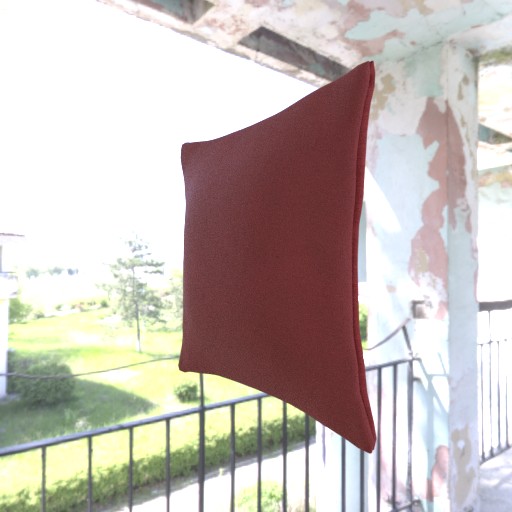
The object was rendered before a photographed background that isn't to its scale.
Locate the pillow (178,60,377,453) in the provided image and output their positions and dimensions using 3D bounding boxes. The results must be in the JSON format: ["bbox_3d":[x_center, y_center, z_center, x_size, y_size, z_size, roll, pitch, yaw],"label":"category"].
[{"bbox_3d":[0.000,0.000,0.643,0.151,0.416,0.435,0,-1,-37],"label":"pillow"}]
